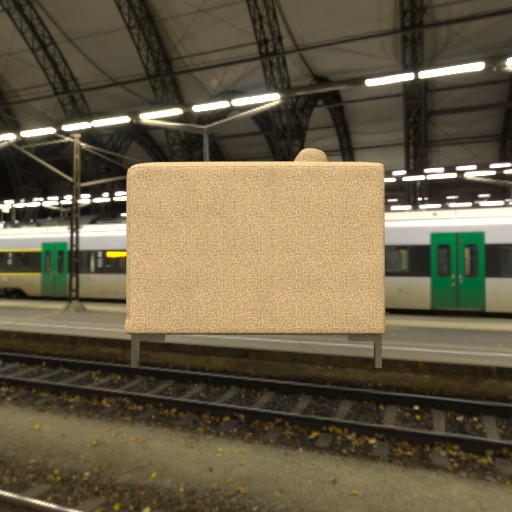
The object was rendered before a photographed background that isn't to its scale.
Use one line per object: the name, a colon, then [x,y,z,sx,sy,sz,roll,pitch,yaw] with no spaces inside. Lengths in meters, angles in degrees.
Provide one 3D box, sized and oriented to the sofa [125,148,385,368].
sofa: [0.000,0.000,2.831,0.969,0.867,2.415,0,-1,0]
